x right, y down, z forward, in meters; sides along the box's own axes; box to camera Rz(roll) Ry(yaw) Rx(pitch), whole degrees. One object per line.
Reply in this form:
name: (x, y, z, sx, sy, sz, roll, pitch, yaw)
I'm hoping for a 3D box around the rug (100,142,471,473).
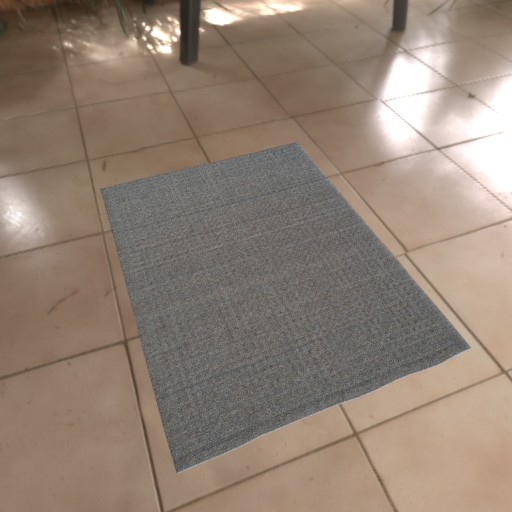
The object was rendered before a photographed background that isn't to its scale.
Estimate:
rug: (0.000, 0.000, 4.221, 2.443, 0.007, 3.200, -17, 49, -15)
